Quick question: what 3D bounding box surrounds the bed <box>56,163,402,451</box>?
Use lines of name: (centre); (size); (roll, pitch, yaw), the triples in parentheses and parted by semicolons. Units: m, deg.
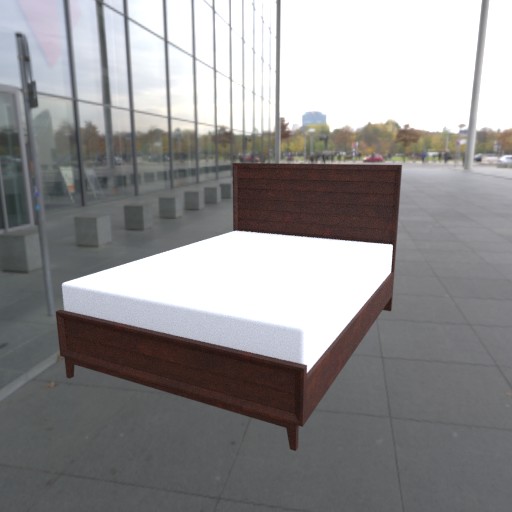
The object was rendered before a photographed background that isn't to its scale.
bed: (0.000, 0.000, 3.221); (1.600, 1.270, 2.184); (7, 15, 26)
